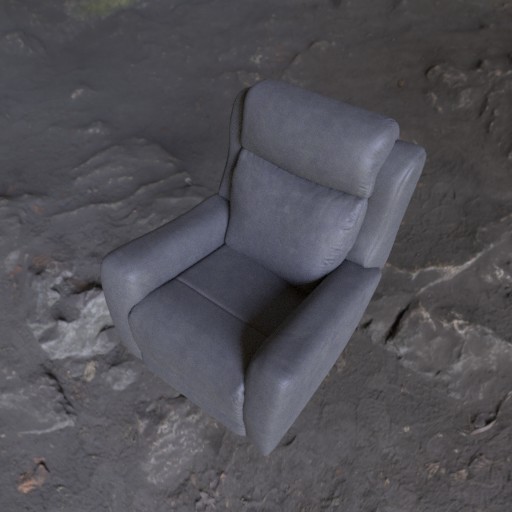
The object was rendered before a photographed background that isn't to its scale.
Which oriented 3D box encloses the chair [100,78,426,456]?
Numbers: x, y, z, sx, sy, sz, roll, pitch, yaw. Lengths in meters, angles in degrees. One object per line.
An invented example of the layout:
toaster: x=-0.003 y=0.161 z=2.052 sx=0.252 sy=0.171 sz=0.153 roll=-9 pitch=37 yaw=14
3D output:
chair: x=0.000 y=0.000 z=1.930 sx=0.967 sy=1.116 sz=1.068 roll=29 pitch=54 yaw=24
